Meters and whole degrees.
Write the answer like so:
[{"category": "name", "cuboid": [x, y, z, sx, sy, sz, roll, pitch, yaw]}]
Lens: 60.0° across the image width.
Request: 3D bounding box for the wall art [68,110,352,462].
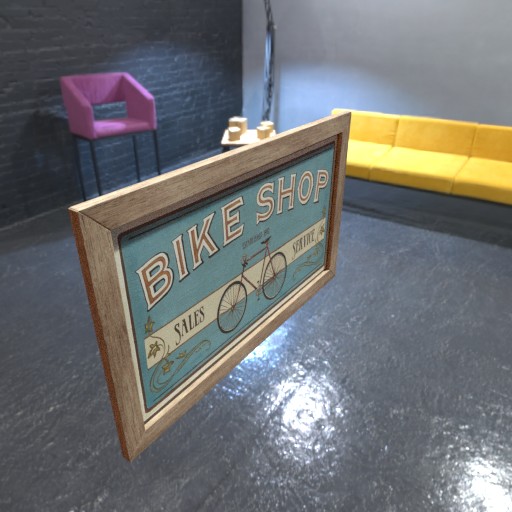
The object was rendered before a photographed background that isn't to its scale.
[{"category": "wall art", "cuboid": [0.000, 0.000, 0.947, 0.021, 0.480, 0.780, 19, 34, 31]}]
